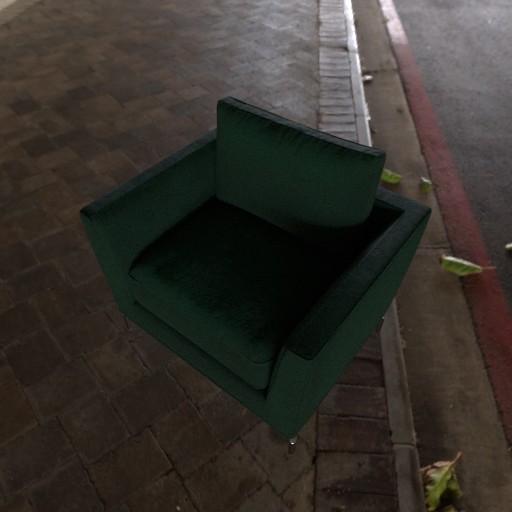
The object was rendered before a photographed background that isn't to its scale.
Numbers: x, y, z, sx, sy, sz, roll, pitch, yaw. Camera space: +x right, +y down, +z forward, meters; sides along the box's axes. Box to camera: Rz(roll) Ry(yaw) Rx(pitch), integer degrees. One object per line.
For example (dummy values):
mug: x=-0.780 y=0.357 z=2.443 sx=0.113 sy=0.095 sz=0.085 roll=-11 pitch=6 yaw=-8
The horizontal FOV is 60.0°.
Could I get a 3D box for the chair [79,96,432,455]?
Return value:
chair: x=0.000 y=0.000 z=1.832 sx=1.047 sy=0.997 sz=0.852 roll=29 pitch=52 yaw=26
